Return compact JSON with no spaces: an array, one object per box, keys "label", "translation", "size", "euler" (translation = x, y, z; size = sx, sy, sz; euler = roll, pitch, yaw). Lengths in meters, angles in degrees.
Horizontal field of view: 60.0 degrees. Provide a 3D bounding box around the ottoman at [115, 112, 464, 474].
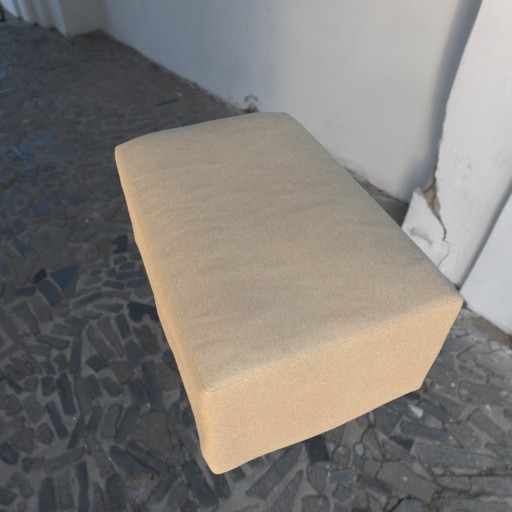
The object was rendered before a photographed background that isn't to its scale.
[{"label":"ottoman","translation":[0.000,0.000,1.208],"size":[0.590,0.444,0.872],"euler":[-17,48,-16]}]
